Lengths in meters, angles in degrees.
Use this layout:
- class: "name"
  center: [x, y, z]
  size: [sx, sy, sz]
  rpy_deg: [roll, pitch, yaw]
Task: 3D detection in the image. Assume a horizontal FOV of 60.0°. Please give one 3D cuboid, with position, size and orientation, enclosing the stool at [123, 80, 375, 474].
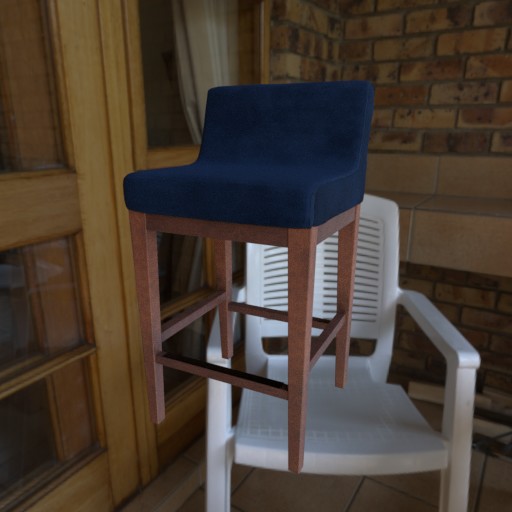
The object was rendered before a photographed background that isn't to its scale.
- class: "stool"
  center: [0.000, 0.000, 1.255]
  size: [0.511, 0.945, 0.516]
  rpy_deg: [8, 18, 25]
